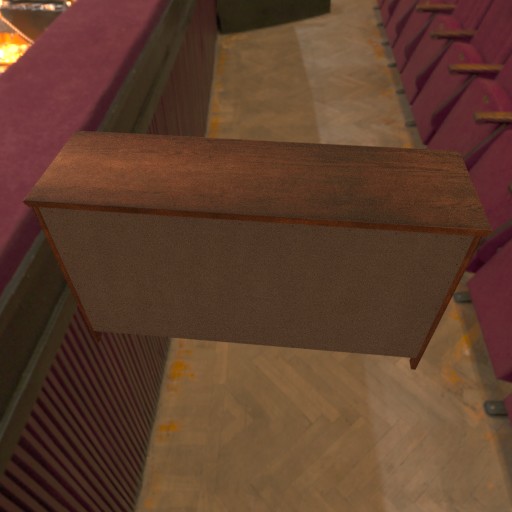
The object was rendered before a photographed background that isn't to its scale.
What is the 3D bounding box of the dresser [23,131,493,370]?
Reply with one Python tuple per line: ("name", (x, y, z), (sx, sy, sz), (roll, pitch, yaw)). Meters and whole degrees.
("dresser", (0.000, 0.000, 1.918), (1.551, 0.856, 0.463), (4, 46, 4))
